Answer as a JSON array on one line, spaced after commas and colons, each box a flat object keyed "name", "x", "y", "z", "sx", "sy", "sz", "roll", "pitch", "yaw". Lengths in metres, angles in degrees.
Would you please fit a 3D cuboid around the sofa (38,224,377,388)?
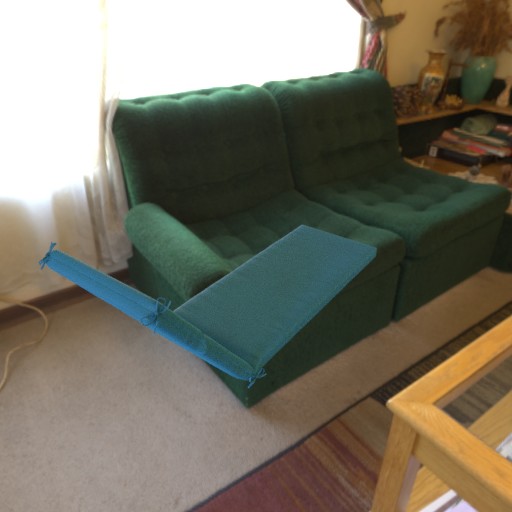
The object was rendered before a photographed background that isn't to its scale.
[{"name": "sofa", "x": 0.000, "y": 0.000, "z": 1.995, "sx": 0.582, "sy": 0.622, "sz": 1.663, "roll": 21, "pitch": 36, "yaw": 31}]
